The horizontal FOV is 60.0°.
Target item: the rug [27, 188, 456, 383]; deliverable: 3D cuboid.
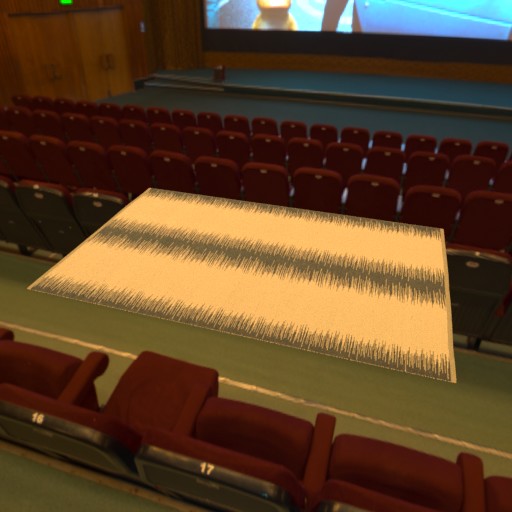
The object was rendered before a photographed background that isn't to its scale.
[{"bbox_3d":[0.000,0.000,2.988,2.453,0.003,1.519,10,35,14],"label":"rug"}]
